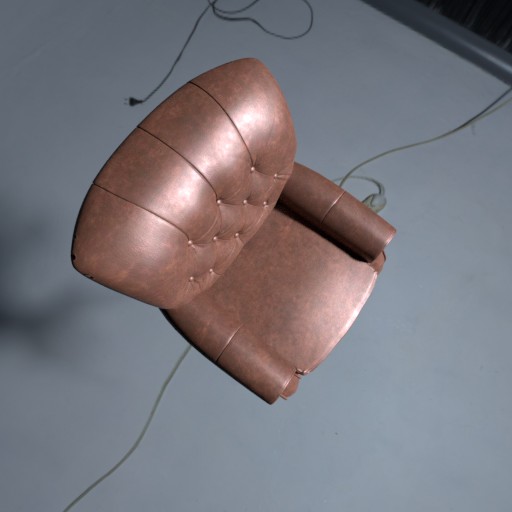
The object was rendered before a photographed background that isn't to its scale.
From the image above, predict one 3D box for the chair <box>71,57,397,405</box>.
[{"bbox_3d":[0.000,0.000,1.949,1.031,1.162,0.979,36,78,9],"label":"chair"}]
